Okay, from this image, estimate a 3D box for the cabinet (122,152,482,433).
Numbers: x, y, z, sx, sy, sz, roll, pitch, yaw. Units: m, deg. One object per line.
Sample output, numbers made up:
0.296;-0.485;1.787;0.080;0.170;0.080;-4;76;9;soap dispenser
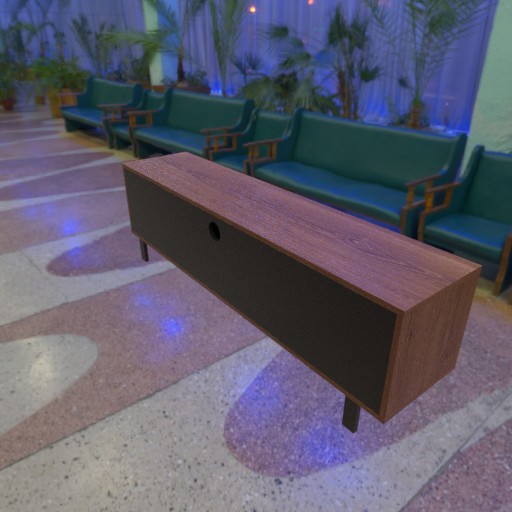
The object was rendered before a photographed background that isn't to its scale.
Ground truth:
0.000;0.000;1.859;0.400;0.500;1.650;-20;33;-33;cabinet
